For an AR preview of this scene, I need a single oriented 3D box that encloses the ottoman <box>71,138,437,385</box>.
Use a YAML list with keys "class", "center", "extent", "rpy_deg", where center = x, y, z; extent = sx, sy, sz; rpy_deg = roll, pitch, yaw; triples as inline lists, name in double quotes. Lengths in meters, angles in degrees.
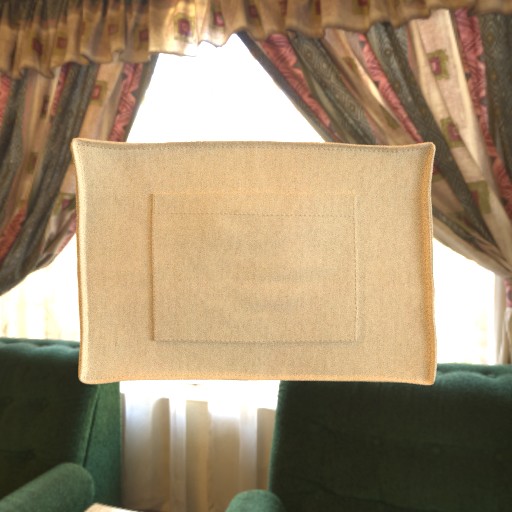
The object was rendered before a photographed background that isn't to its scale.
- class: "ottoman"
  center: [0.000, 0.000, 1.140]
  extent: [0.707, 0.470, 0.696]
  rpy_deg: [0, 1, 0]
